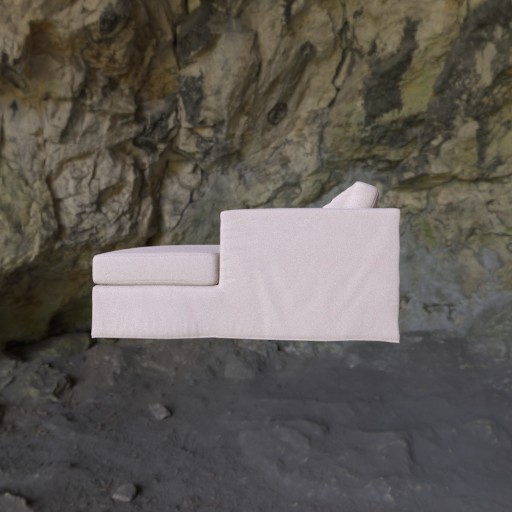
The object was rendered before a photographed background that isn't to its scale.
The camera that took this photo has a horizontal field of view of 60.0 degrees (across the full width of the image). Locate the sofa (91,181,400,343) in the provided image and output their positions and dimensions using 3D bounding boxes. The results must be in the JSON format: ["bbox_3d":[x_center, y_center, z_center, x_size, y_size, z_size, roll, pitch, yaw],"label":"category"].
[{"bbox_3d":[0.000,0.000,3.852,1.622,0.871,3.206,0,1,2],"label":"sofa"}]
